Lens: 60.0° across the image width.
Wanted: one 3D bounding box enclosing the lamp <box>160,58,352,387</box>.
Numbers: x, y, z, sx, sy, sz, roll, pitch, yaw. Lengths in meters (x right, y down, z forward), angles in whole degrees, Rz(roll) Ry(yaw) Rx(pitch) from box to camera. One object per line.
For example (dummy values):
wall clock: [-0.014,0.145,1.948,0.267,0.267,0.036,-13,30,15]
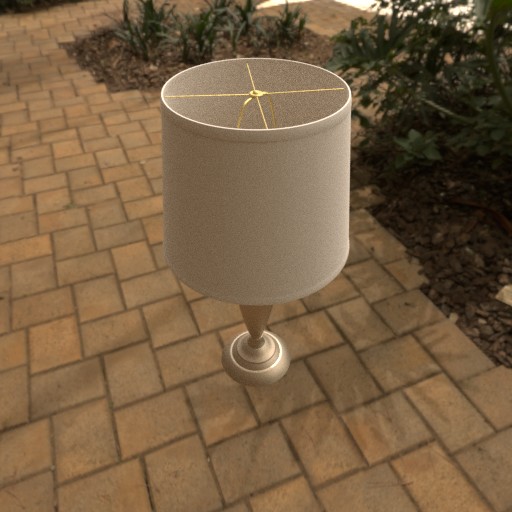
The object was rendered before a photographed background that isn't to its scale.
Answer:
lamp: [0.000,0.000,0.819,0.328,0.619,0.328,0,41,0]
